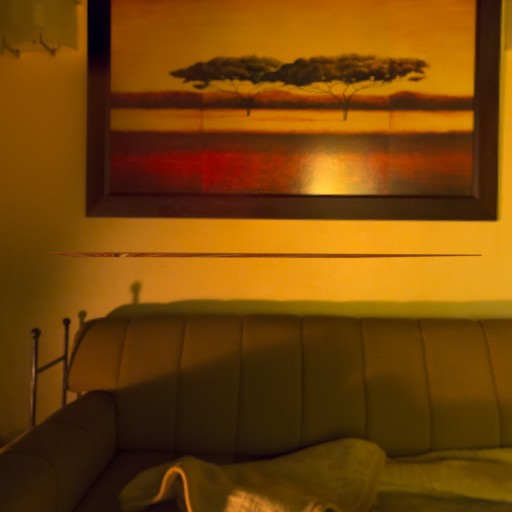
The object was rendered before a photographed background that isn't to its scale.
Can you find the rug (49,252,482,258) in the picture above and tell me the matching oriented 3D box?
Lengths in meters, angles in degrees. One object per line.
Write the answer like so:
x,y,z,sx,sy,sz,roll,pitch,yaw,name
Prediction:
0.000,0.000,3.082,2.438,0.008,1.523,0,-1,-18,rug
